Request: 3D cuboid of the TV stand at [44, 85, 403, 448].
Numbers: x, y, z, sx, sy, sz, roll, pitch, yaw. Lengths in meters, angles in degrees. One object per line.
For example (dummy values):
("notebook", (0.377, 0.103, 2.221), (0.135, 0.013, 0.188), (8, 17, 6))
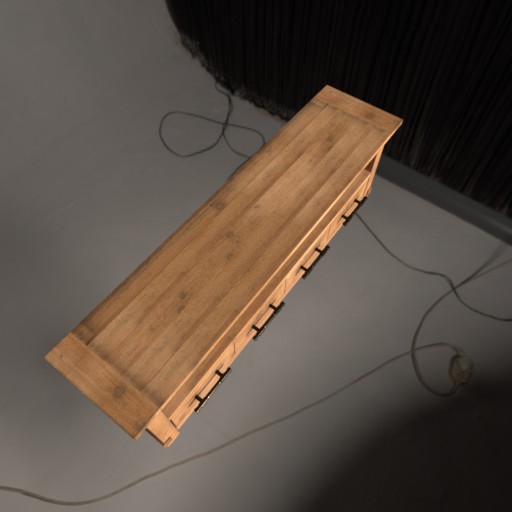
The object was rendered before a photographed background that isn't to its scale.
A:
("TV stand", (0.000, 0.000, 2.056), (0.453, 0.573, 1.804), (33, 63, 19))
